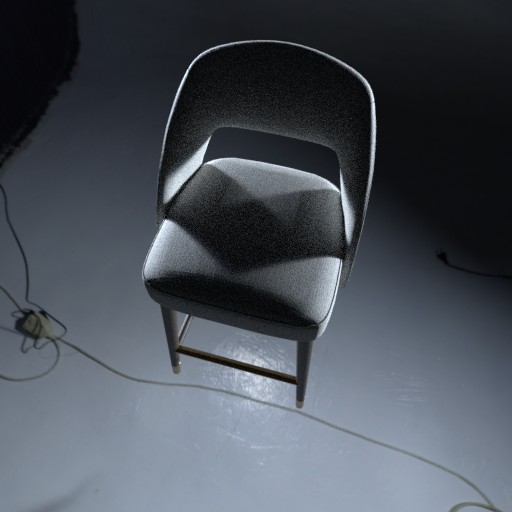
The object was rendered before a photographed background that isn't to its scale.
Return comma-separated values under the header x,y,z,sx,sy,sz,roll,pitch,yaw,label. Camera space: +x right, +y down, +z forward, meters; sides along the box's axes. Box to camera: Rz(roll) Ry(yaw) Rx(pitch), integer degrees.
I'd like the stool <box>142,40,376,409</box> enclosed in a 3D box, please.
x,y,z,sx,sy,sz,roll,pitch,yaw,label
0.000,0.000,1.204,0.494,0.940,0.509,13,60,8,stool
